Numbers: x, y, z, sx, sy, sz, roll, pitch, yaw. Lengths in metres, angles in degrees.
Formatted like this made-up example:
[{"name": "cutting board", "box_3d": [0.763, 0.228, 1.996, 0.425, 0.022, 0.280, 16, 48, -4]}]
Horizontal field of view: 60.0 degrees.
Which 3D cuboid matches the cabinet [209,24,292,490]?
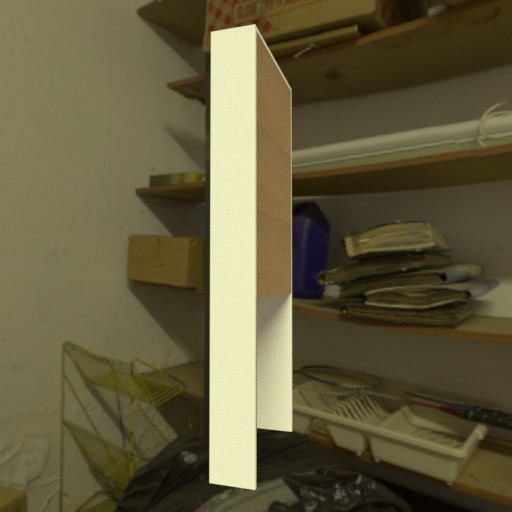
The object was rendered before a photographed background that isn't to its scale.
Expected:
[{"name": "cabinet", "box_3d": [0.000, 0.000, 2.019, 0.192, 1.770, 0.643, -1, -2, 17]}]
